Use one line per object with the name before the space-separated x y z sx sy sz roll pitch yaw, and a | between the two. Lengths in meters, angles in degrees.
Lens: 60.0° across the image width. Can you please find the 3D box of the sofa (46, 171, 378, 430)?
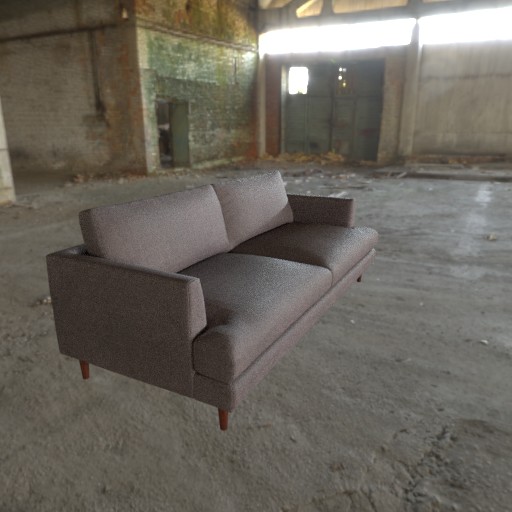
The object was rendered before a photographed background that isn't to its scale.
sofa | 0.000 0.000 2.805 1.020 0.868 2.250 9 19 27
